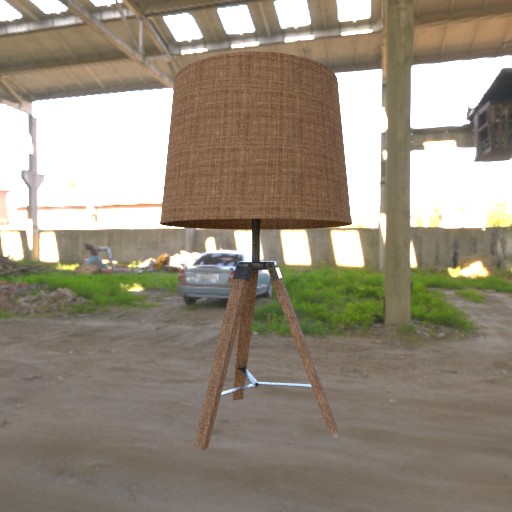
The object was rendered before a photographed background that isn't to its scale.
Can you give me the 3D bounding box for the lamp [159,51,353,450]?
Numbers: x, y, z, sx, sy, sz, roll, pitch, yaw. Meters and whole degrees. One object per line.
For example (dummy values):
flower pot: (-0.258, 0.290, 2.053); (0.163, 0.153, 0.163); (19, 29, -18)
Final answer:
lamp: (0.000, 0.000, 0.681); (0.290, 0.514, 0.290); (0, 1, 0)
